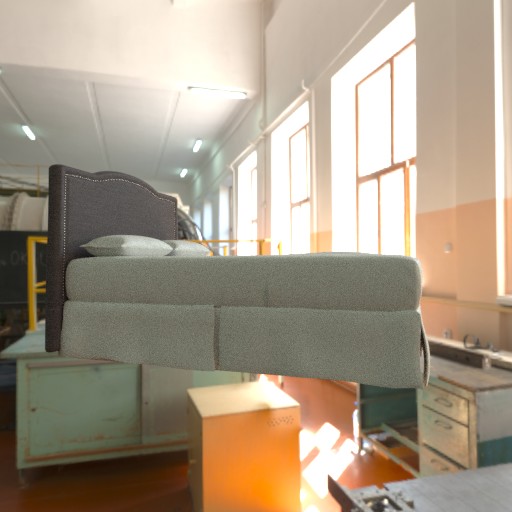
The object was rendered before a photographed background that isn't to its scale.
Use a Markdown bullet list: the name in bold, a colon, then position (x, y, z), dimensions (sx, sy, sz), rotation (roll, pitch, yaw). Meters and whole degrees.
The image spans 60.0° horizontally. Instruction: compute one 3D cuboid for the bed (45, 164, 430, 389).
- **bed**: position (0.000, 0.000, 3.479), dimensions (2.507, 1.441, 1.741), rotation (0, -1, 19)
